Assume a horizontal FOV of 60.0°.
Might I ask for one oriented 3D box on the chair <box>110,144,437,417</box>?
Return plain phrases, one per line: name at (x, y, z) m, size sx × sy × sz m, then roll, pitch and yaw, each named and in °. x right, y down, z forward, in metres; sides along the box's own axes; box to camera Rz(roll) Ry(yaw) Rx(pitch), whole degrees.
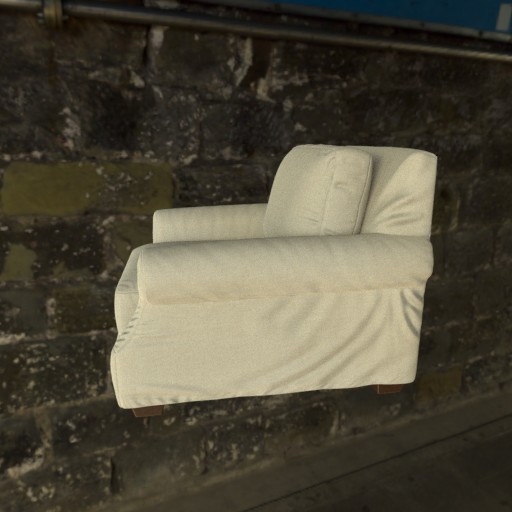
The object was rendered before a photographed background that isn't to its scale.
chair at (0.000, 0.000, 1.771) m, size 1.066 × 0.866 × 0.940 m, roll -2°, pitch 15°, yaw -9°
